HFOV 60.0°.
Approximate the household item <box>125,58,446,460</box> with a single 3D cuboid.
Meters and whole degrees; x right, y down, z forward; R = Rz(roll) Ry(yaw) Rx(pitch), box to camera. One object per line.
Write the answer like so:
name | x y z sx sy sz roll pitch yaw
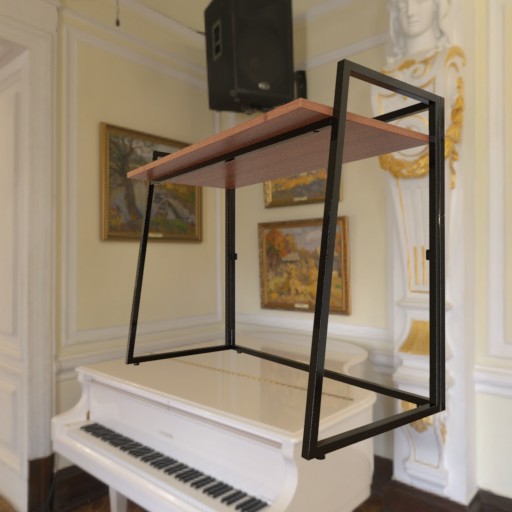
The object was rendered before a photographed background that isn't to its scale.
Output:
household item | 0.000 0.000 1.476 0.510 0.860 1.050 0 -1 -37
